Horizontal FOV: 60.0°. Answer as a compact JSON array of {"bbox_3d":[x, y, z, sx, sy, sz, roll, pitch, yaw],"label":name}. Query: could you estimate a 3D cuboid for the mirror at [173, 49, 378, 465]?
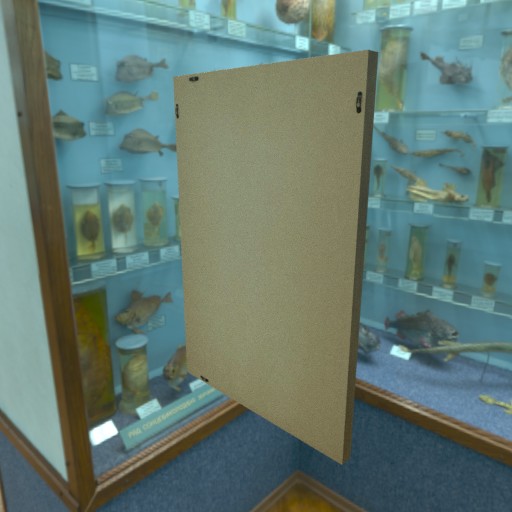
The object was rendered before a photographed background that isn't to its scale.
[{"bbox_3d":[0.000,0.000,1.153,0.609,0.915,0.040,15,22,42],"label":"mirror"}]
